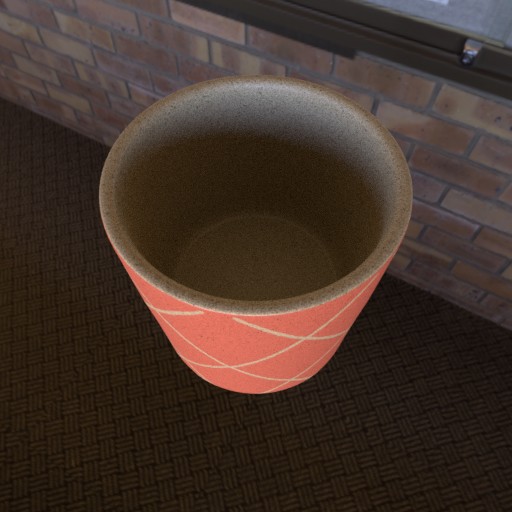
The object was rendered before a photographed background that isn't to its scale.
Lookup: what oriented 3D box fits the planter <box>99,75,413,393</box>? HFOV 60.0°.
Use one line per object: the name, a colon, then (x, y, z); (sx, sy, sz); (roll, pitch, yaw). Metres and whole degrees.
planter: (0.000, 0.000, 0.424); (0.227, 0.235, 0.227); (0, 58, 0)
